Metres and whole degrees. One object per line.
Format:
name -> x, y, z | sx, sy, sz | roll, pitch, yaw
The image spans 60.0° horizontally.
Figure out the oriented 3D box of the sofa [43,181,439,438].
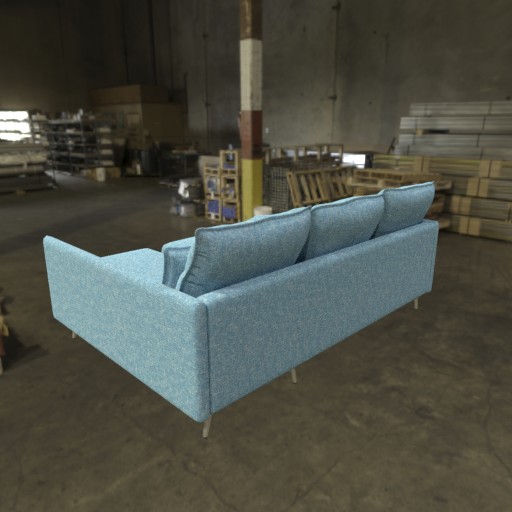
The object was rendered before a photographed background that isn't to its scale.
sofa -> 0.000, 0.000, 2.771 | 1.420, 0.899, 2.034 | 16, 22, 43
